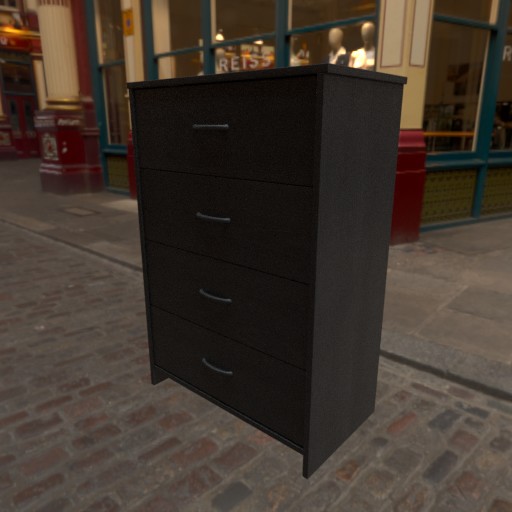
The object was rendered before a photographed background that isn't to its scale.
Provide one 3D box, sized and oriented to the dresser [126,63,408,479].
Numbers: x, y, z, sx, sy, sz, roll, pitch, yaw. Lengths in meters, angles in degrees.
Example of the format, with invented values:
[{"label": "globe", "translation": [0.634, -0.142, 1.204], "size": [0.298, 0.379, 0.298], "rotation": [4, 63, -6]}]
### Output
[{"label": "dresser", "translation": [0.000, 0.000, 1.376], "size": [0.700, 1.020, 0.398], "rotation": [14, 22, 39]}]
